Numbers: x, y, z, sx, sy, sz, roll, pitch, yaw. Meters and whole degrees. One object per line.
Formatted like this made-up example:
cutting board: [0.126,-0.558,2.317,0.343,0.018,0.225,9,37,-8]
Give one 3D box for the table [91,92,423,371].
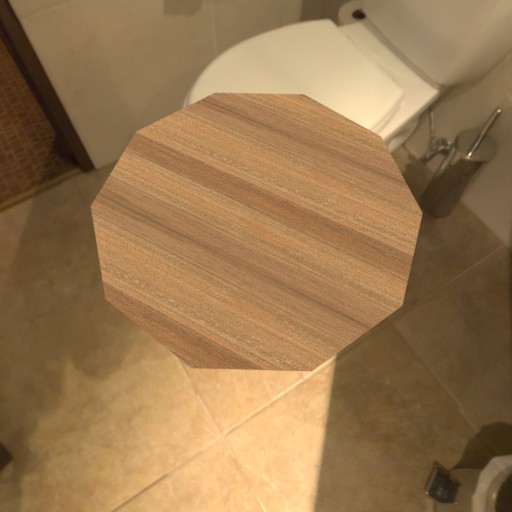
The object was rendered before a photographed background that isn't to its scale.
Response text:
table: [0.000,0.000,1.922,1.186,0.752,1.186,0,64,0]
